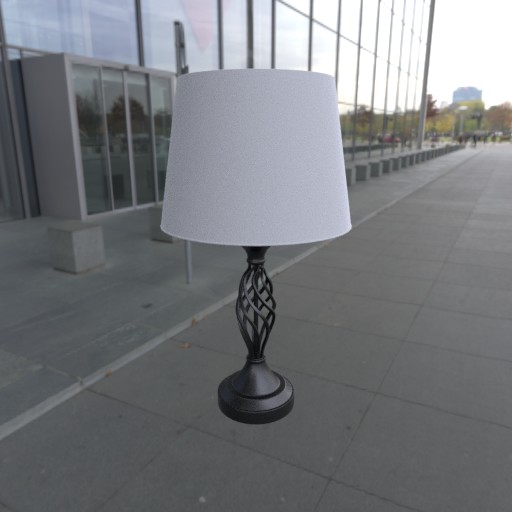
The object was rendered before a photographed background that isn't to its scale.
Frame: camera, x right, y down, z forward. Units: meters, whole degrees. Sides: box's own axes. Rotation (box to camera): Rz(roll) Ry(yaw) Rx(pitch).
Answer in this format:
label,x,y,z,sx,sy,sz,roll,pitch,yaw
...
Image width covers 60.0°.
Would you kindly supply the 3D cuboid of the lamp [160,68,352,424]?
label,x,y,z,sx,sy,sz,roll,pitch,yaw
lamp,0.000,0.000,0.798,0.331,0.594,0.331,0,15,0
